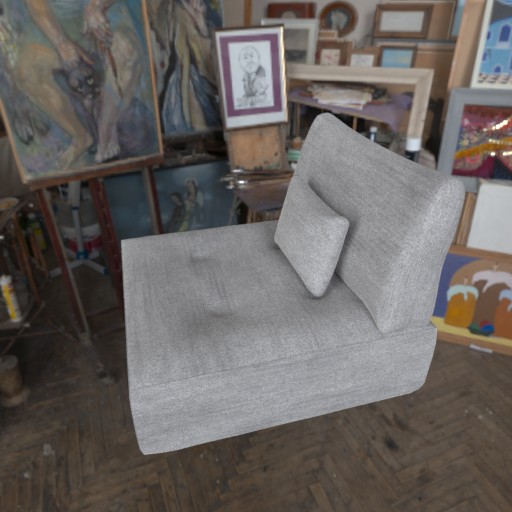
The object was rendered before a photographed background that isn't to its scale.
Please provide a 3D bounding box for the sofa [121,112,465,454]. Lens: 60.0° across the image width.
[{"bbox_3d":[0.000,0.000,1.672,1.000,0.820,0.930,-8,31,-14],"label":"sofa"}]
